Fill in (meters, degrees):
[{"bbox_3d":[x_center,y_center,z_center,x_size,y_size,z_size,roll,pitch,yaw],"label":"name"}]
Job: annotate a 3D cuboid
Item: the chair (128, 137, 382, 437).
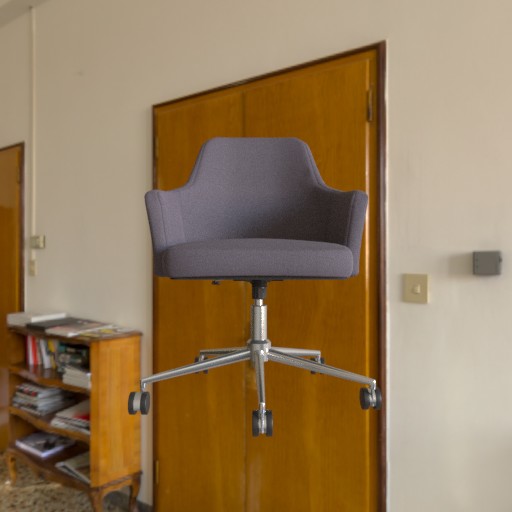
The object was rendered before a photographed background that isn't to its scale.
[{"bbox_3d":[0.000,0.000,1.279,0.655,0.820,0.600,0,0,-1],"label":"chair"}]
